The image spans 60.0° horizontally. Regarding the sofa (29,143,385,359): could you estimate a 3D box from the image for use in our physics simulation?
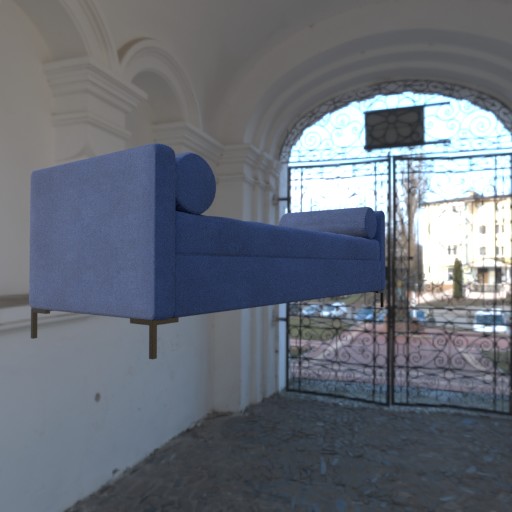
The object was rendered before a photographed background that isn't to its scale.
[{"bbox_3d":[0.000,0.000,2.261,0.686,0.635,1.981,-1,-2,35],"label":"sofa"}]
